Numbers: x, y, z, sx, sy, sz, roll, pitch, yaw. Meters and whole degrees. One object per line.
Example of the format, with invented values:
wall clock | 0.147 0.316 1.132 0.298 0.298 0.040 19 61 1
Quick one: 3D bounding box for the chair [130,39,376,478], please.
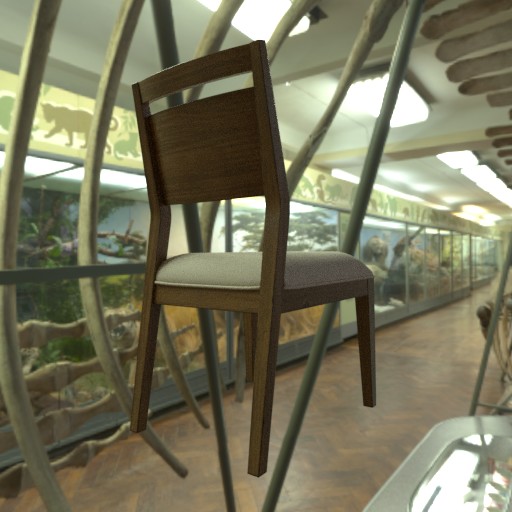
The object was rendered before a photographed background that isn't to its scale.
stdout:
chair | 0.000 0.000 1.293 0.497 0.939 0.610 0 0 36
